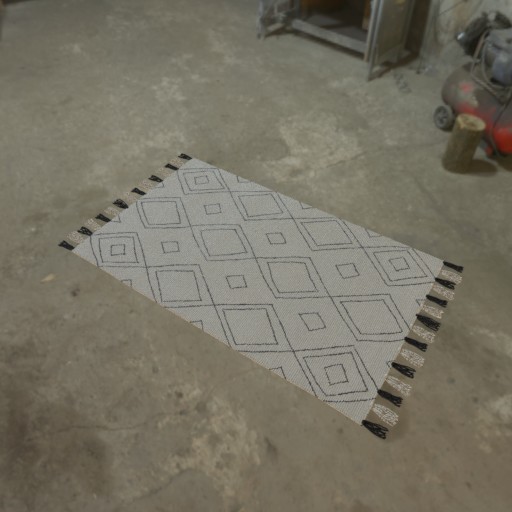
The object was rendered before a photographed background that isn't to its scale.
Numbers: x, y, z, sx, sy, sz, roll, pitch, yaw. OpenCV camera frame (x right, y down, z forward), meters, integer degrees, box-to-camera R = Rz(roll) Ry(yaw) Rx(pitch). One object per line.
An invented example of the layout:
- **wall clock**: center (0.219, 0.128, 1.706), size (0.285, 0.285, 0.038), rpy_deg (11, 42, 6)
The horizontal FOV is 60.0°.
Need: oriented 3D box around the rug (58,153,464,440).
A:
- **rug**: center (0.000, 0.000, 3.382), size (2.755, 0.021, 1.524), rpy_deg (26, 52, 22)
